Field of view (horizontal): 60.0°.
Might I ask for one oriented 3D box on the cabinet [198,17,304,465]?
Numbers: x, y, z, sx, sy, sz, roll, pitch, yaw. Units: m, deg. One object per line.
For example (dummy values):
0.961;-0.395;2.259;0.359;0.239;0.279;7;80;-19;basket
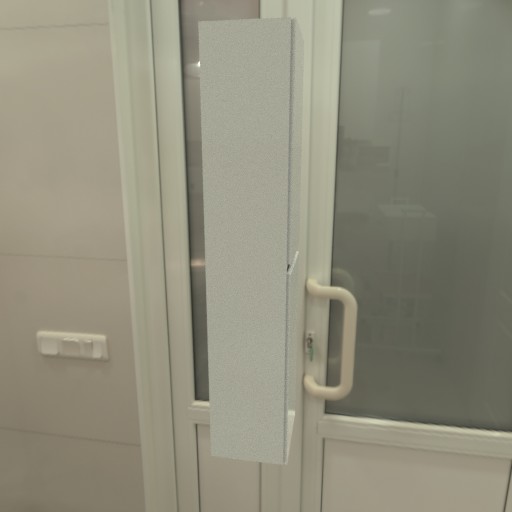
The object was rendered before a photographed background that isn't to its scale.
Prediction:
0.000;0.000;1.518;0.270;1.400;0.300;3;15;10;cabinet
